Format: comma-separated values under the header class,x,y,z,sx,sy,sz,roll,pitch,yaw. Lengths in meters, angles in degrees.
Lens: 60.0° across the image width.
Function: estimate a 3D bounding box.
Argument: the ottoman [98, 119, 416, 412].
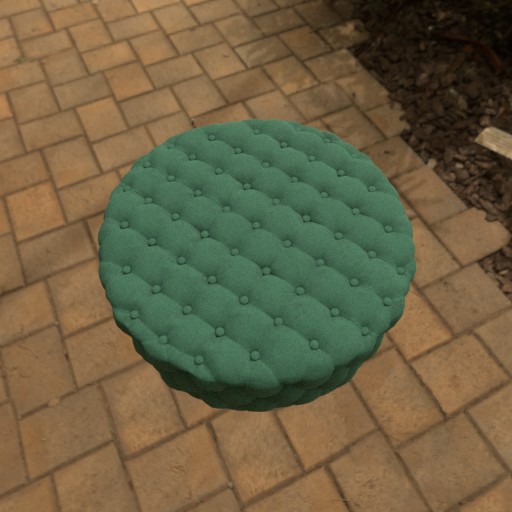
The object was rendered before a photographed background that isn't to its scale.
class,x,y,z,sx,sy,sz,roll,pitch,yaw
ottoman,0.000,0.000,1.518,0.998,0.399,0.998,0,60,0
